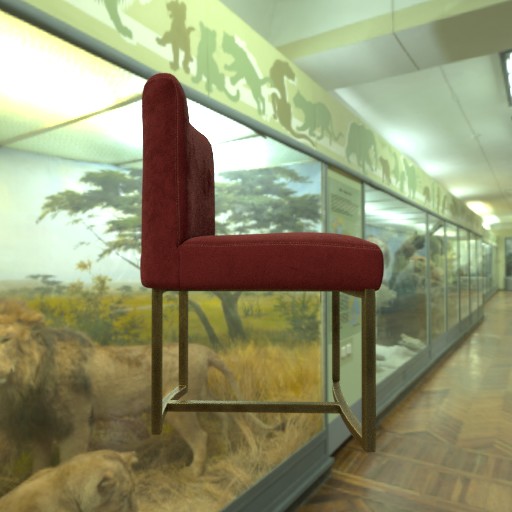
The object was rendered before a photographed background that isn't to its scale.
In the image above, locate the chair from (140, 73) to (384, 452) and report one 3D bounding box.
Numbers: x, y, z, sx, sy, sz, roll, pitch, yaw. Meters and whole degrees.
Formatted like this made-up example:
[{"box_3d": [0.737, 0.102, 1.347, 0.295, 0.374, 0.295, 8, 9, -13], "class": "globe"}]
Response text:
[{"box_3d": [0.000, 0.000, 1.183, 0.560, 0.824, 0.530, 0, -1, 2], "class": "chair"}]
